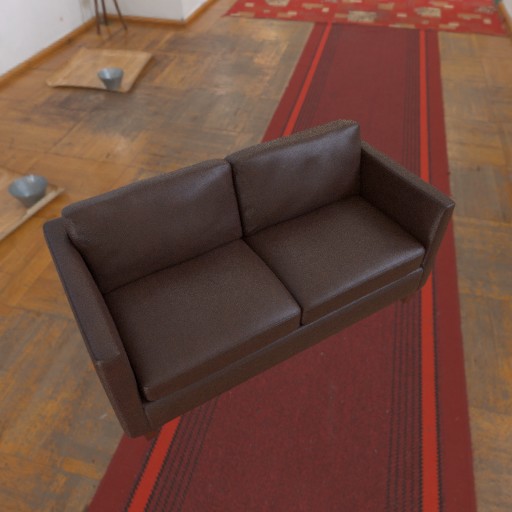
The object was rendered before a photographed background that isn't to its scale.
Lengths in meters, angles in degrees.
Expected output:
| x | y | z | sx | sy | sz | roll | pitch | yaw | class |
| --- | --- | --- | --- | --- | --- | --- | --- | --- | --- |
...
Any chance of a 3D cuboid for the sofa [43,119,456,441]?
| x | y | z | sx | sy | sz | roll | pitch | yaw | class |
| --- | --- | --- | --- | --- | --- | --- | --- | --- | --- |
| 0.000 | 0.000 | 2.391 | 1.883 | 0.933 | 0.951 | -22 | 48 | -22 | sofa |
